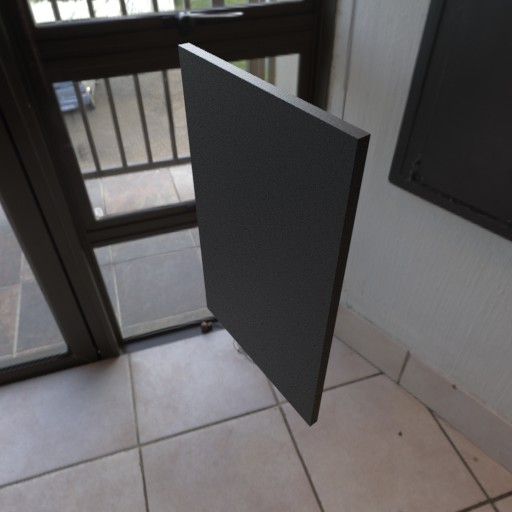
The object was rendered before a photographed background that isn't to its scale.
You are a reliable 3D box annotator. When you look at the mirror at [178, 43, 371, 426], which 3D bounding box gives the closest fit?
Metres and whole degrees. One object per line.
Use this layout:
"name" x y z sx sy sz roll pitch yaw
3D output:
"mirror" 0.000 0.000 1.556 0.038 1.219 0.762 -26 48 -26
